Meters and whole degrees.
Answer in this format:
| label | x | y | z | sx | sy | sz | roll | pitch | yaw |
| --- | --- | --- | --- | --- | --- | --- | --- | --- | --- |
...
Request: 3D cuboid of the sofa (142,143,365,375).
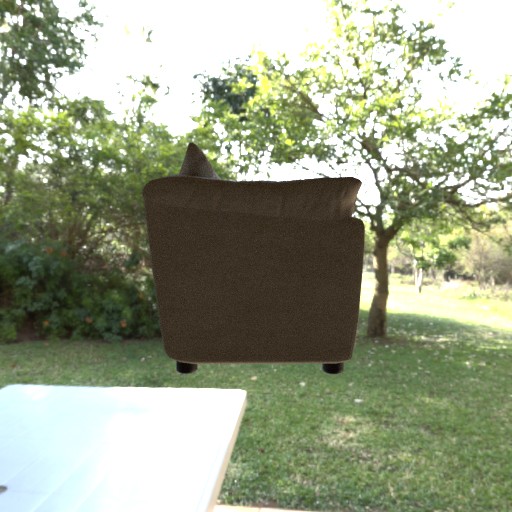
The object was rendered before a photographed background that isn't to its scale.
| label | x | y | z | sx | sy | sz | roll | pitch | yaw |
| --- | --- | --- | --- | --- | --- | --- | --- | --- | --- |
| sofa | 0.000 | 0.000 | 2.832 | 0.893 | 0.981 | 2.377 | 0 | 0 | 1 |
